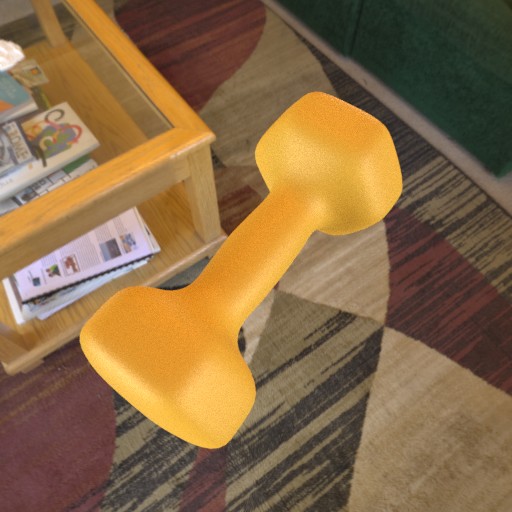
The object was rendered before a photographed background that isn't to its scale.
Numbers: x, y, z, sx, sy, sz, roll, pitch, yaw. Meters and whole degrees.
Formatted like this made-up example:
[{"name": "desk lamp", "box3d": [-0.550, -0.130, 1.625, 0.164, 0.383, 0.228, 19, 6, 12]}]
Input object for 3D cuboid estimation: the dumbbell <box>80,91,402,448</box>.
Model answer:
[{"name": "dumbbell", "box3d": [0.000, 0.000, 0.237, 0.090, 0.082, 0.190, 33, 67, 16]}]
